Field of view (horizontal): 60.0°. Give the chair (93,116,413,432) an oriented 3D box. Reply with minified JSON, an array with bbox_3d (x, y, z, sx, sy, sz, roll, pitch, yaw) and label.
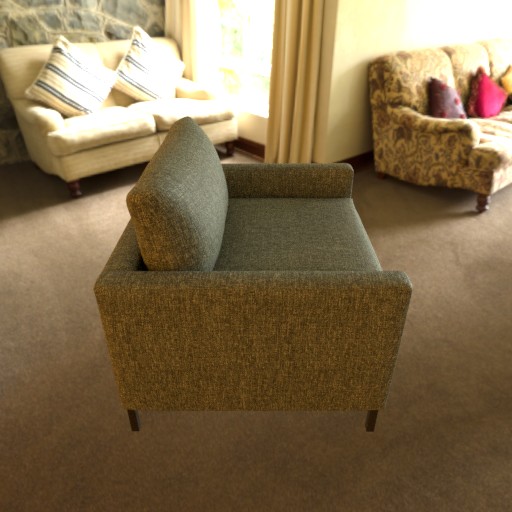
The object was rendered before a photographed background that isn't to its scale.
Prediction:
[{"bbox_3d":[0.000,0.000,1.650,0.866,0.861,0.963,0,32,0],"label":"chair"}]
